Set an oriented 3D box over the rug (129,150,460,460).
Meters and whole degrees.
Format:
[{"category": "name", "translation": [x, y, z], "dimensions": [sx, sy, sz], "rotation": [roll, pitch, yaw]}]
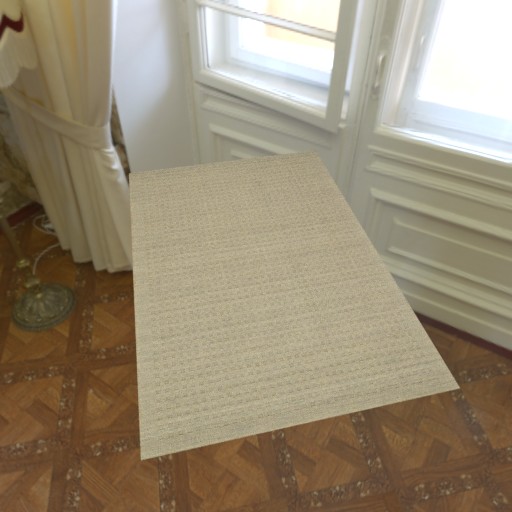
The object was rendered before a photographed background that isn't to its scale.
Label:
[{"category": "rug", "translation": [0.000, 0.000, 3.644], "dimensions": [1.981, 0.006, 2.895], "rotation": [-9, 45, -9]}]
